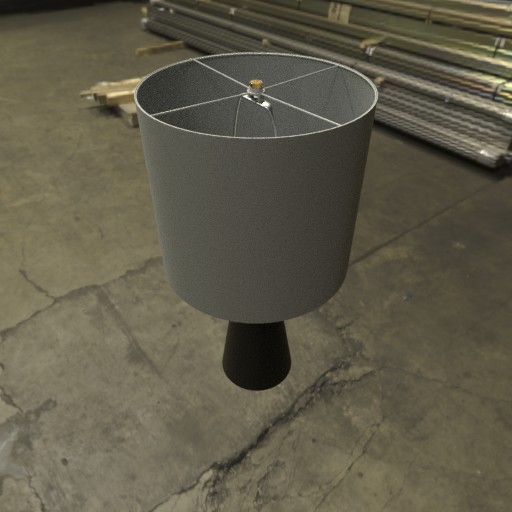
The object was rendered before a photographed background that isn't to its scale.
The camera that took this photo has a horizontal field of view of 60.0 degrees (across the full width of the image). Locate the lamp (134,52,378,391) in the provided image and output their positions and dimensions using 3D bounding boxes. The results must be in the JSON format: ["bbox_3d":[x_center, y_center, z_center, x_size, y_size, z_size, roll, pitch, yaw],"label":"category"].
[{"bbox_3d":[0.000,0.000,0.753,0.308,0.580,0.308,-26,46,-28],"label":"lamp"}]
